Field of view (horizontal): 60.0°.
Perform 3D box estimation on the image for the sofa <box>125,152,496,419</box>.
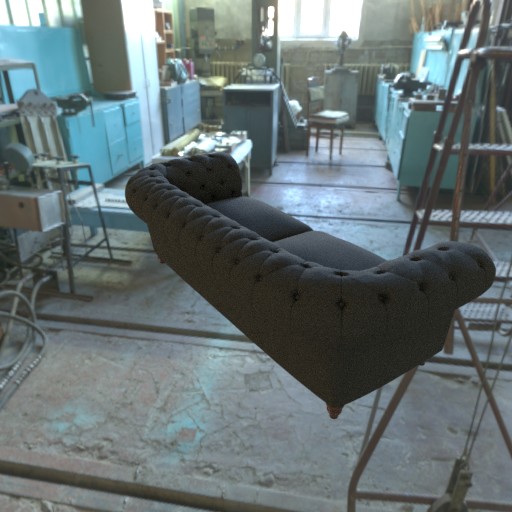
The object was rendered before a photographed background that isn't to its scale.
[{"bbox_3d":[0.000,0.000,2.666,0.991,0.762,2.362,-17,31,-31],"label":"sofa"}]
